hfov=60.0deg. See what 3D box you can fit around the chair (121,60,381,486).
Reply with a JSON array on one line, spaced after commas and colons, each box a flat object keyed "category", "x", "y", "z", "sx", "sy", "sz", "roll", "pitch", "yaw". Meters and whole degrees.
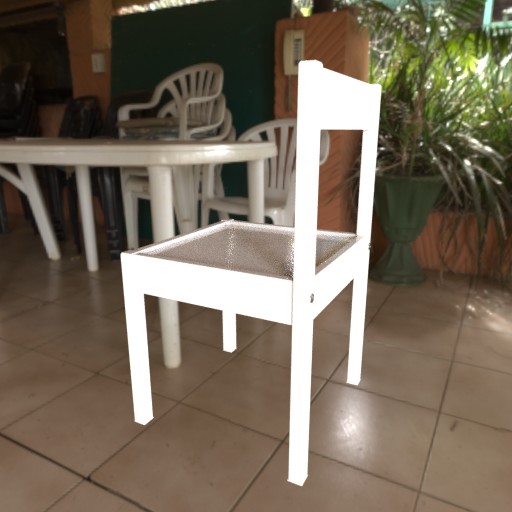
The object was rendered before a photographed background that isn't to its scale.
[{"category": "chair", "x": 0.000, "y": 0.000, "z": 0.683, "sx": 0.285, "sy": 0.505, "sz": 0.285, "roll": 8, "pitch": 18, "yaw": 27}]
